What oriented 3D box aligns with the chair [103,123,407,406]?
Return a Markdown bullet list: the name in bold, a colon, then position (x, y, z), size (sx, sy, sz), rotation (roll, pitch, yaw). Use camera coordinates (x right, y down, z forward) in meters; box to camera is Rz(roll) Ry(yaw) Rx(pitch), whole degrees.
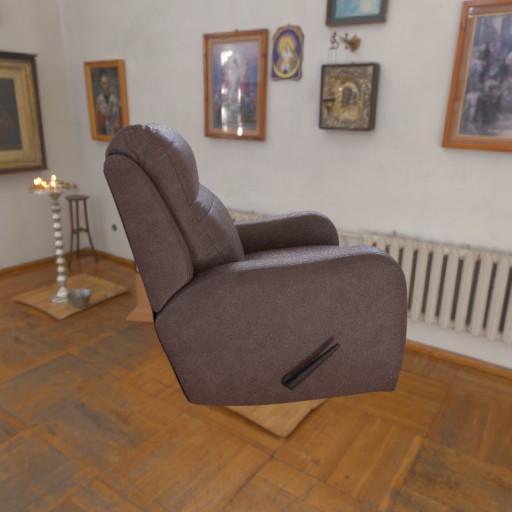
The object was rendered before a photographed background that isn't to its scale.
- **chair**: position (0.000, 0.000, 1.857), size (1.067, 1.067, 0.865), rotation (-3, 17, -9)
